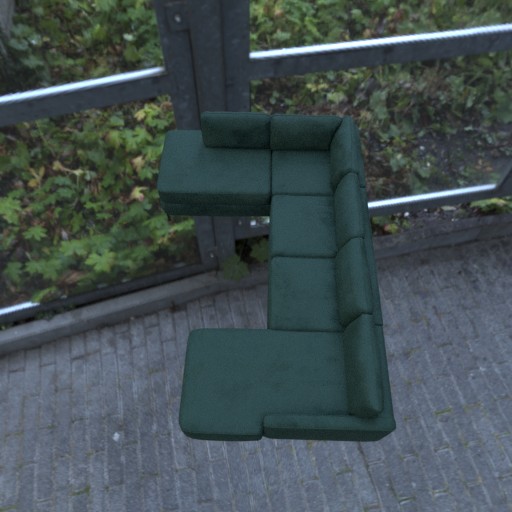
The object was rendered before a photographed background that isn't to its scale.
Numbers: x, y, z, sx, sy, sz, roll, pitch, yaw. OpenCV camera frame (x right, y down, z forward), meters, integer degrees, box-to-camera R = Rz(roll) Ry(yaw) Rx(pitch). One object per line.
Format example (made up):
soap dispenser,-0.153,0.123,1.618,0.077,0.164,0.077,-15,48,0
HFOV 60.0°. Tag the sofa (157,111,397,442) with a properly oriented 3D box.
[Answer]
sofa,0.000,0.000,3.910,1.992,0.861,2.994,1,59,1
